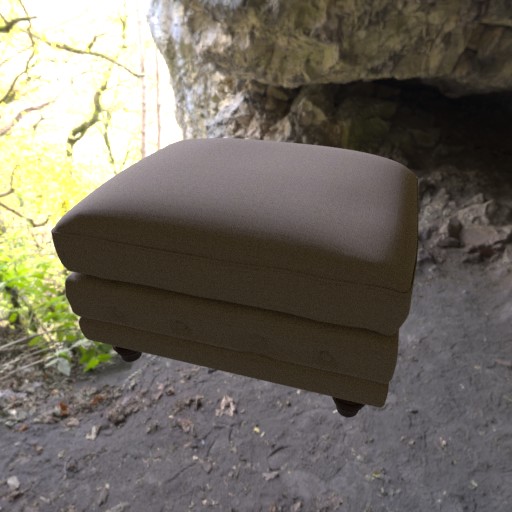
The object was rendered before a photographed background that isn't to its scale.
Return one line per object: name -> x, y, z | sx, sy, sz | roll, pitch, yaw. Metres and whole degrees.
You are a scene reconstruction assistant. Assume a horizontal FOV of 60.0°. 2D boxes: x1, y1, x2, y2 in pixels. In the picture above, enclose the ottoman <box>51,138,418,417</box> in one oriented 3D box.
ottoman -> 0.000, 0.000, 1.045 | 0.684, 0.463, 0.541 | 10, 33, 15
